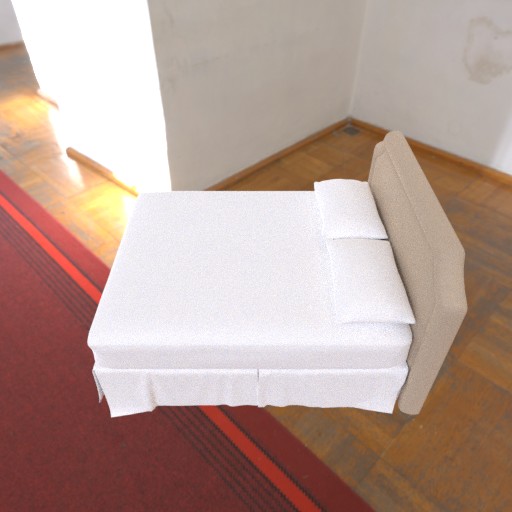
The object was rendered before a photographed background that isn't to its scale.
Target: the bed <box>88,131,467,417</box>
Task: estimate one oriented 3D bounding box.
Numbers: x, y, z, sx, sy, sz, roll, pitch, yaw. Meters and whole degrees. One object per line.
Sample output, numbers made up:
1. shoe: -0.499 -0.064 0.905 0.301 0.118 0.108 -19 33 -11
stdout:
1. bed: 0.000 0.000 3.228 2.204 1.301 1.828 0 42 0
